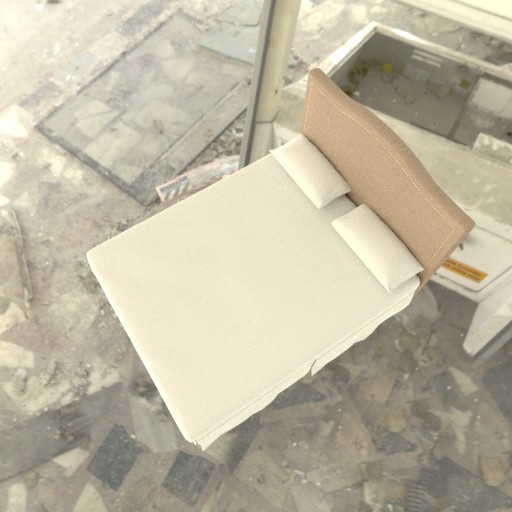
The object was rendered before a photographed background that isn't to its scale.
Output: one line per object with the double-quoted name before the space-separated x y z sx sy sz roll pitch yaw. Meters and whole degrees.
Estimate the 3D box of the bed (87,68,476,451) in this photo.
"bed" 0.000 0.000 3.435 2.282 1.436 1.821 -31 68 -14
